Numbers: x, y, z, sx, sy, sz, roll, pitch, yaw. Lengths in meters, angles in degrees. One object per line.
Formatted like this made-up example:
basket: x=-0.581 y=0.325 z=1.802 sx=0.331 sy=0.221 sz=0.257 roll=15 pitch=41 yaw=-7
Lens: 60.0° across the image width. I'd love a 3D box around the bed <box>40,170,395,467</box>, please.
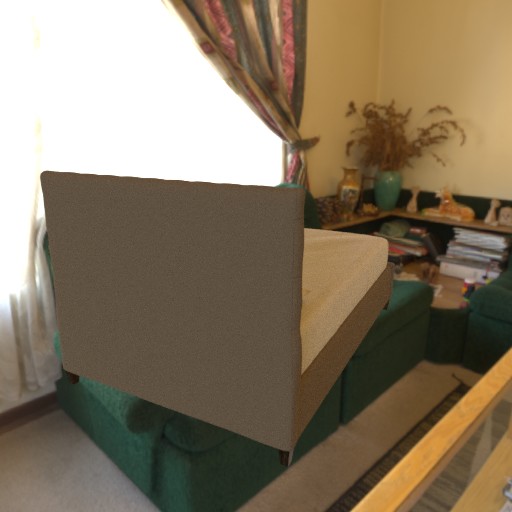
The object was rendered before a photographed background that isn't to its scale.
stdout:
bed: x=0.000 y=0.000 z=3.430 sx=1.698 sy=1.427 sz=2.387 roll=9 pitch=19 yaw=27
